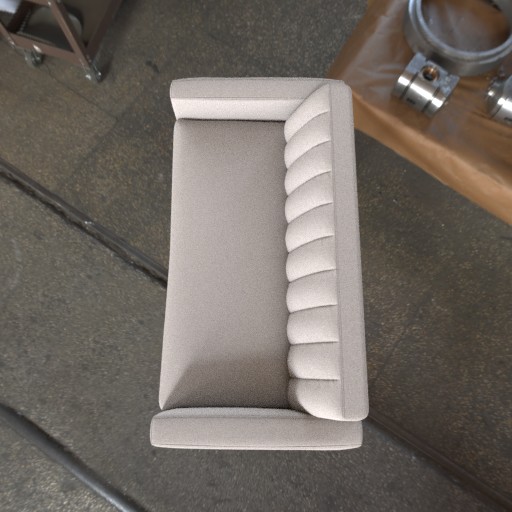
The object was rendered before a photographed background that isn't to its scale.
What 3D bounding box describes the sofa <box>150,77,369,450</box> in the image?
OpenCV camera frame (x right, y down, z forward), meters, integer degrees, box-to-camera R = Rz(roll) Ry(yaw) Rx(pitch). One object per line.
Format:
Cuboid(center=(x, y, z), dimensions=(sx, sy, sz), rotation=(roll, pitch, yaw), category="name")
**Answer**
Cuboid(center=(0.000, 0.000, 2.420), dimensions=(0.969, 0.814, 1.895), rotation=(0, 76, 0), category="sofa")
